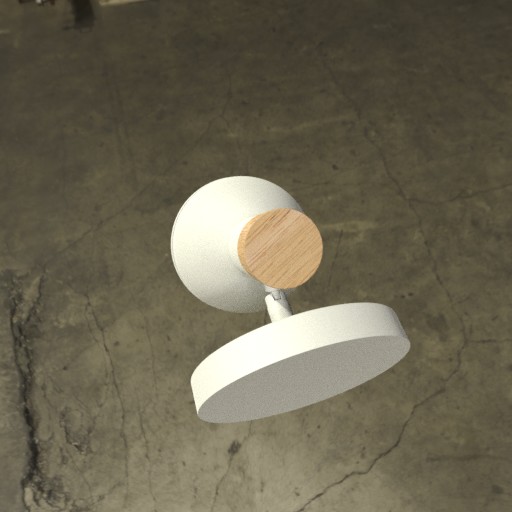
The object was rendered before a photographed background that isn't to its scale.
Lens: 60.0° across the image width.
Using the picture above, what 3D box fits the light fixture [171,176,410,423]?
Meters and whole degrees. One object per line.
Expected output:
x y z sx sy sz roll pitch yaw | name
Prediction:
0.000 0.000 0.326 0.127 0.199 0.209 -14 59 -8 | light fixture
